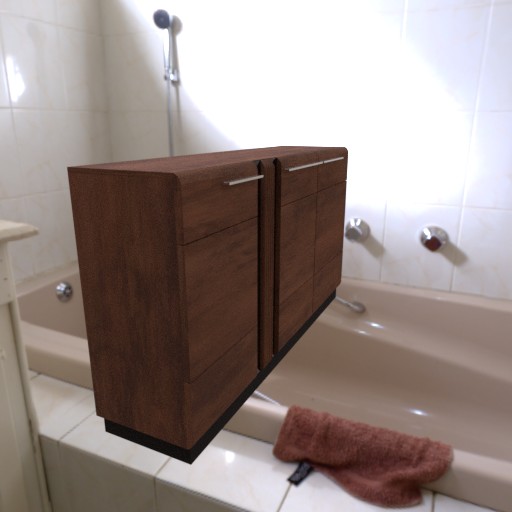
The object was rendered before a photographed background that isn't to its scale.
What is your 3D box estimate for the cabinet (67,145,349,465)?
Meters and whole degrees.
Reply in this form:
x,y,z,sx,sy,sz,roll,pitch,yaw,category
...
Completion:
x,y,z,sx,sy,sz,roll,pitch,yaw,category
0.000,0.000,1.997,0.420,0.900,1.600,8,18,25,cabinet
